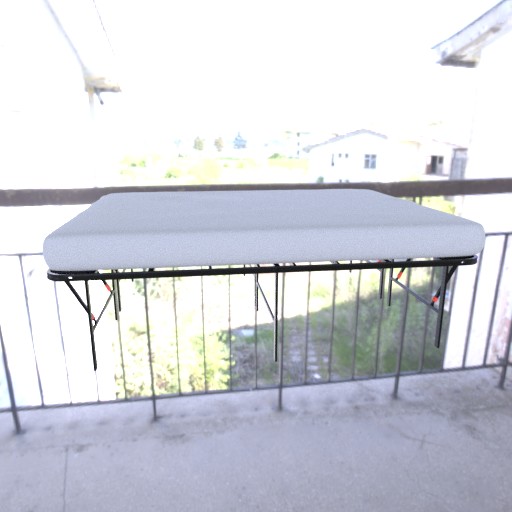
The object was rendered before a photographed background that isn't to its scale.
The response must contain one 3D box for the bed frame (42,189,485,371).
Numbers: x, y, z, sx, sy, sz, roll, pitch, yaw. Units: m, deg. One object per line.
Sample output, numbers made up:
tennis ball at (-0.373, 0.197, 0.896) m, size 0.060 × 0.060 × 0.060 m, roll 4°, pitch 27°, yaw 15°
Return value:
bed frame at (0.000, 0.000, 2.553) m, size 1.905 × 0.637 × 1.372 m, roll -2°, pitch 15°, yaw -7°
